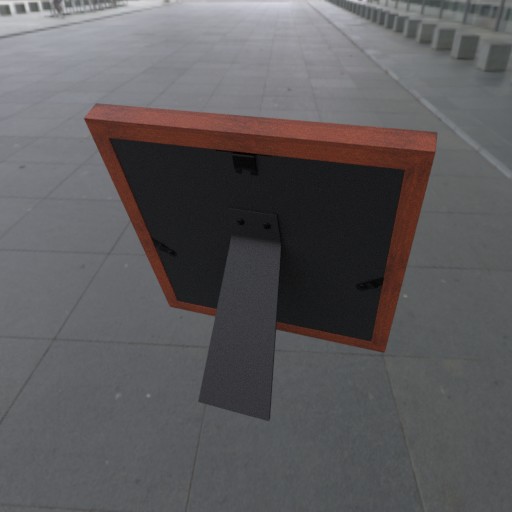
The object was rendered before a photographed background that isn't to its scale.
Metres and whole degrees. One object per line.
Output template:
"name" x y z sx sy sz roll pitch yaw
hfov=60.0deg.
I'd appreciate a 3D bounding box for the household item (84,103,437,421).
"household item" 0.000 0.000 0.374 0.240 0.240 0.131 10 33 15
